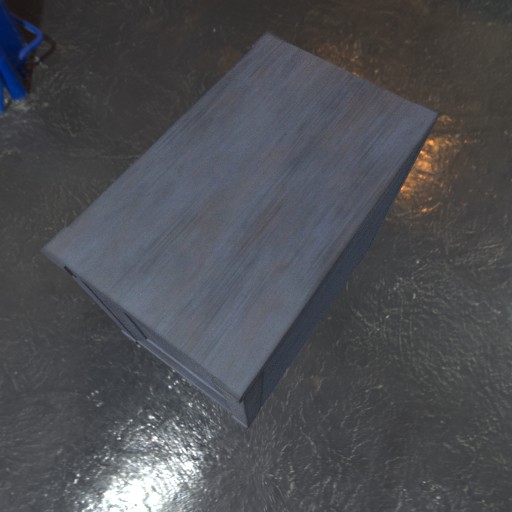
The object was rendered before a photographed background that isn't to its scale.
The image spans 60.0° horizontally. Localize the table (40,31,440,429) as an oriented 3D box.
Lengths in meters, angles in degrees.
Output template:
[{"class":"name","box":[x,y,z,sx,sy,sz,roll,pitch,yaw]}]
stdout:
[{"class":"table","box":[0.000,0.000,1.094,0.413,0.660,0.660,33,68,15]}]
